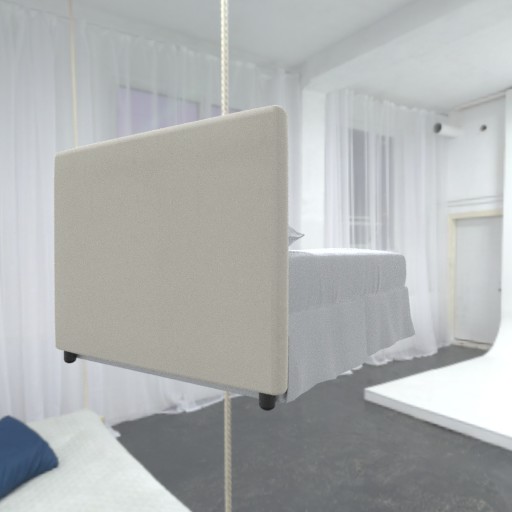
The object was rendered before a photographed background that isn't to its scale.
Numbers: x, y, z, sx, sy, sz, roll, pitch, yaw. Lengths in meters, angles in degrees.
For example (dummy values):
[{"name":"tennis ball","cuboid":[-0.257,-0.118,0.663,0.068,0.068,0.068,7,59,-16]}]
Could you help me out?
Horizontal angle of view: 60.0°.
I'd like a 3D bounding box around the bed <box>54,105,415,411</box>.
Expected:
[{"name":"bed","cuboid":[0.000,0.000,3.190,1.713,1.330,2.142,0,1,34]}]
